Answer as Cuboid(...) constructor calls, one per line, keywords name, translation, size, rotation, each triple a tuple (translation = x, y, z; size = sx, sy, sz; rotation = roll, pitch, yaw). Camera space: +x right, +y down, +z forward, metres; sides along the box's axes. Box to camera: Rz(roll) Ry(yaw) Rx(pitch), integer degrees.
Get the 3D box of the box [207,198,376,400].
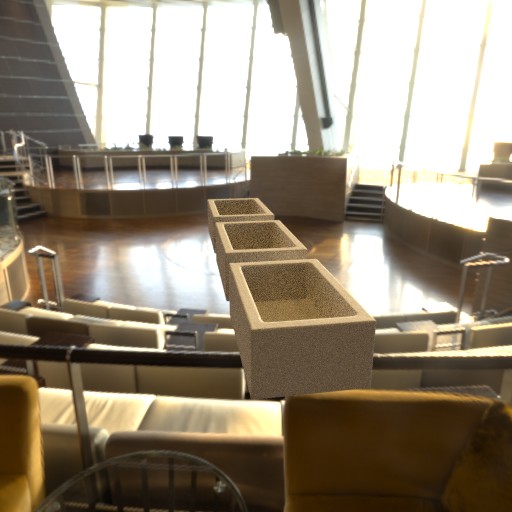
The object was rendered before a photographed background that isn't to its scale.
Cuboid(name="box", translation=(0.000, 0.000, 0.502), size=(0.082, 0.051, 0.461), rotation=(-3, 18, -9))
